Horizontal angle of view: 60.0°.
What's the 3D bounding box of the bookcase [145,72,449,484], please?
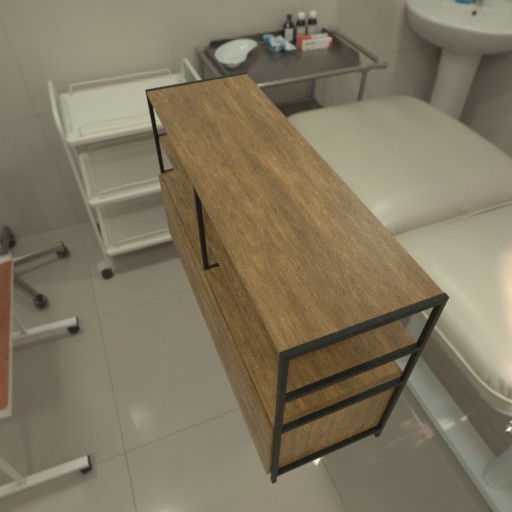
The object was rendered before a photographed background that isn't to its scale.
[{"bbox_3d":[0.000,0.000,1.481,0.391,0.712,1.149,-16,48,-15],"label":"bookcase"}]
